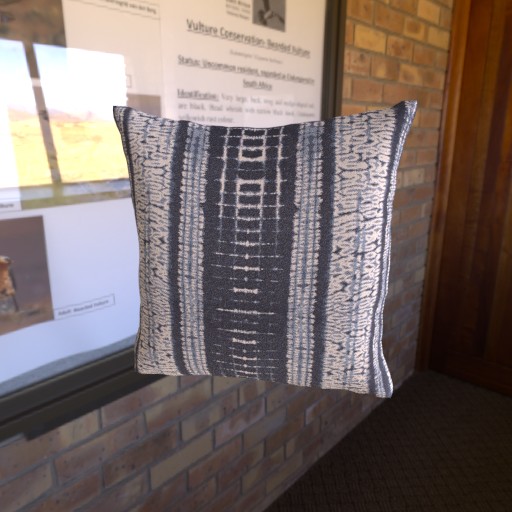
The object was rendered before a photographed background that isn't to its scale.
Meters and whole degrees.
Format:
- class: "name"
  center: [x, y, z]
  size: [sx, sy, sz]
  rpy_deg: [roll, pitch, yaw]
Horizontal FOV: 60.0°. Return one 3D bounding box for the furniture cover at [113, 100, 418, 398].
- class: "furniture cover"
  center: [0.000, 0.000, 0.663]
  size: [0.425, 0.435, 0.133]
  rpy_deg: [3, 16, 11]
